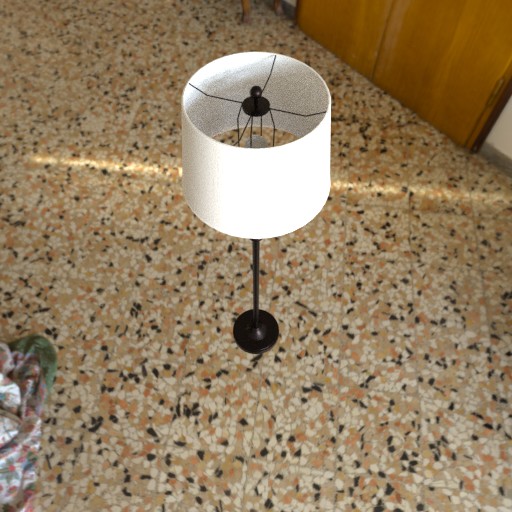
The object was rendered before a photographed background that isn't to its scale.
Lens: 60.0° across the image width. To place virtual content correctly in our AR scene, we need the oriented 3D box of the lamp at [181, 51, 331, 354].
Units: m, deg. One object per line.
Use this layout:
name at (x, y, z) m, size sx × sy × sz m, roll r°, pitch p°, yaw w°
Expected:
lamp at (0.000, 0.000, 1.657) m, size 0.431 × 1.484 × 0.431 m, roll 0°, pitch 58°, yaw 0°
